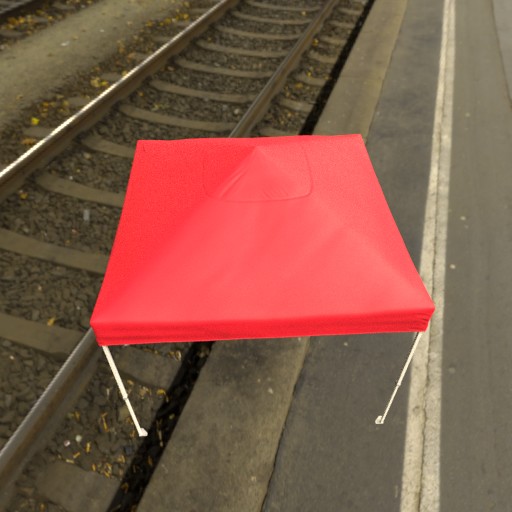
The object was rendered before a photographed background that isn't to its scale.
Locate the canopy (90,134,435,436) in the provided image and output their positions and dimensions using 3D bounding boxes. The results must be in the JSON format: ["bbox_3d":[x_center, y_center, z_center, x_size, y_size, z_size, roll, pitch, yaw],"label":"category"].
[{"bbox_3d":[0.000,0.000,5.366,2.996,2.997,2.998,-2,45,-2],"label":"canopy"}]
